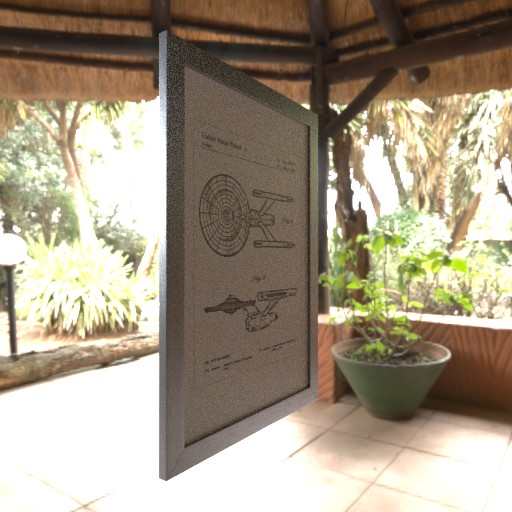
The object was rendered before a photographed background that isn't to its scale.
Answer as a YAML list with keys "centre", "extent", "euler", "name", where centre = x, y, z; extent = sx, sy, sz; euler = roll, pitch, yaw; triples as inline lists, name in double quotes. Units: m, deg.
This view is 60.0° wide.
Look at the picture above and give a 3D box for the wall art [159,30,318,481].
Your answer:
- centre: [0.000, 0.000, 0.675]
  extent: [0.013, 0.529, 0.376]
  euler: [0, 0, 36]
  name: "wall art"
